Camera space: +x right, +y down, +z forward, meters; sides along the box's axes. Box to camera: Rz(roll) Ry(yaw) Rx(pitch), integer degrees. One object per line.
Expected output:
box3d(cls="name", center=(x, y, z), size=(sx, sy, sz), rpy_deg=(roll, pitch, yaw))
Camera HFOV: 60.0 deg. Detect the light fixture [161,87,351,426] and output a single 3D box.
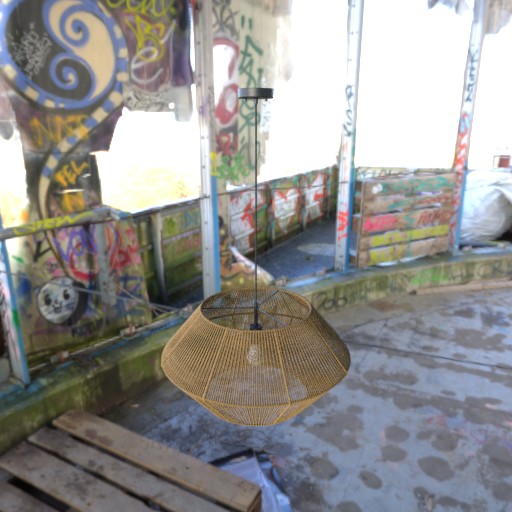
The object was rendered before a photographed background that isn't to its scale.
box3d(cls="light fixture", center=(0.000, 0.000, 1.428), size=(0.643, 1.009, 0.643), rpy_deg=(0, 16, 0))
